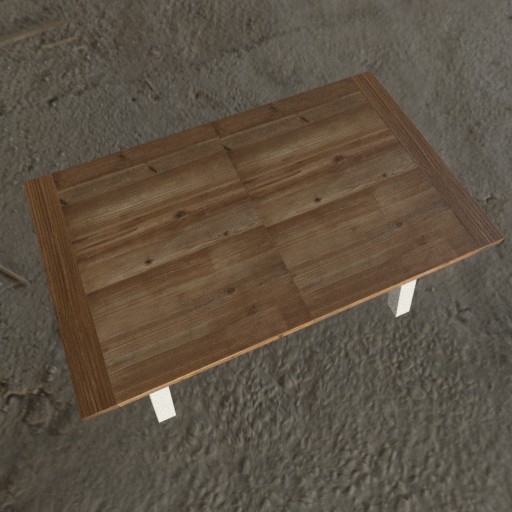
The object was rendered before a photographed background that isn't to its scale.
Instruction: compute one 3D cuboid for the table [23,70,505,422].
[{"bbox_3d":[0.000,0.000,1.938,1.503,0.743,0.922,-21,65,-11],"label":"table"}]
